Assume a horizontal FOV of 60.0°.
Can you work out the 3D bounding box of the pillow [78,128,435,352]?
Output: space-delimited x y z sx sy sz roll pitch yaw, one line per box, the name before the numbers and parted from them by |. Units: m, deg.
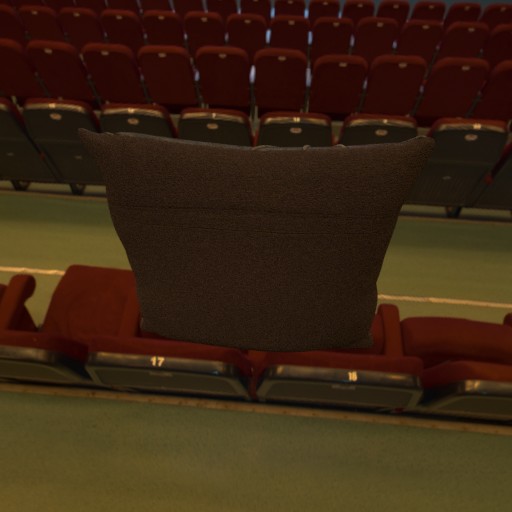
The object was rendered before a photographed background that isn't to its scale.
pillow | 0.000 0.000 0.685 0.439 0.440 0.183 3 47 3
